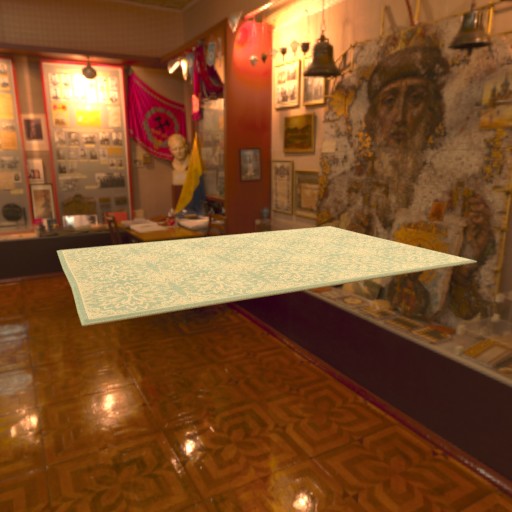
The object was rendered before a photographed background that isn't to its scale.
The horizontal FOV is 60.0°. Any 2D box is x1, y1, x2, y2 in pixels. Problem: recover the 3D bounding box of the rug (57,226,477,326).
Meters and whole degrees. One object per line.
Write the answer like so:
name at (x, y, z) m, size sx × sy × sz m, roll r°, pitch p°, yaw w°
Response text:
rug at (0.000, 0.000, 3.458) m, size 2.746 × 0.018 × 1.819 m, roll -7°, pitch 15°, yaw -26°
